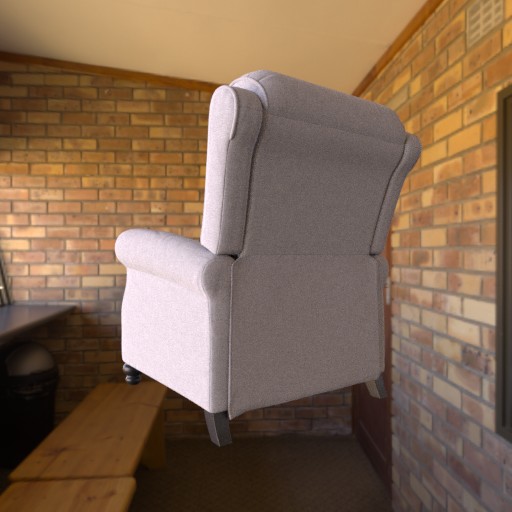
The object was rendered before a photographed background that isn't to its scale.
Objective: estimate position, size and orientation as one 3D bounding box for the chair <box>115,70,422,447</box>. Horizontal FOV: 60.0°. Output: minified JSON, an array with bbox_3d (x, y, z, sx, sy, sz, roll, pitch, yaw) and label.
[{"bbox_3d":[0.000,0.000,1.696,0.859,1.046,0.919,0,0,-36],"label":"chair"}]
